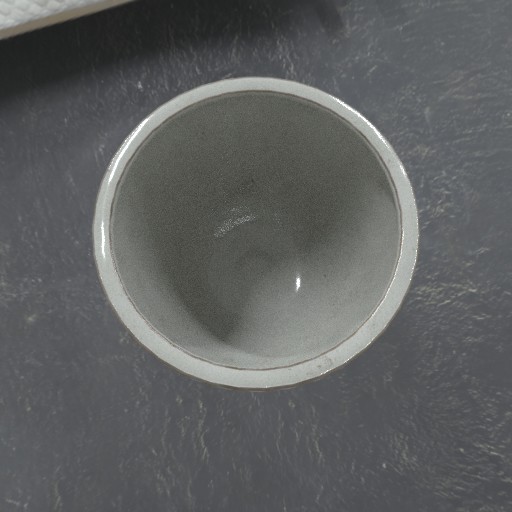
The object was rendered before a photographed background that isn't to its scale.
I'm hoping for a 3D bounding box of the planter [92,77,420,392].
[{"bbox_3d":[0.000,0.000,0.247,0.139,0.130,0.139,0,76,0],"label":"planter"}]
